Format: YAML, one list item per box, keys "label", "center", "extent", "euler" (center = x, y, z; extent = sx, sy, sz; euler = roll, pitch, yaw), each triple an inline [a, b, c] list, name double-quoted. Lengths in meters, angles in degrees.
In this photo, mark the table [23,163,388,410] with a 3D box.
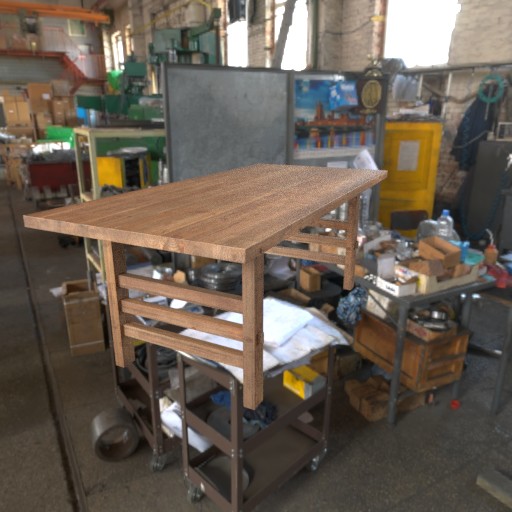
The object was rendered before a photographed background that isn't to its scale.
- label: "table"
  center: [0.000, 0.000, 2.429]
  extent: [0.952, 0.760, 2.003]
  euler: [9, 20, 26]
